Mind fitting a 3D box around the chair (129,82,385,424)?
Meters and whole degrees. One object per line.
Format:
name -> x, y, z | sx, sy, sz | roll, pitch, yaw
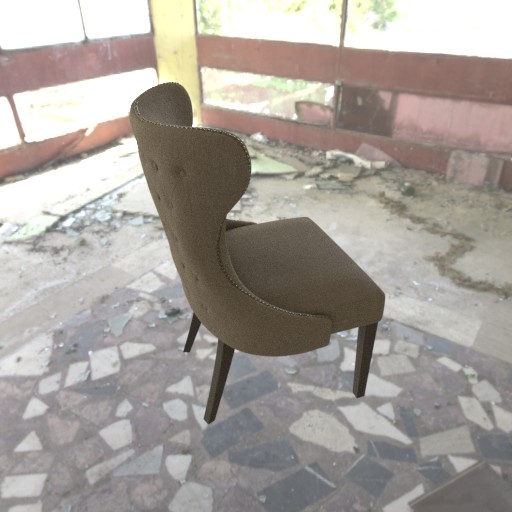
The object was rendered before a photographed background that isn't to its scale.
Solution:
chair -> 0.000, 0.000, 1.387 | 0.635, 0.967, 0.628 | -11, 33, -16
